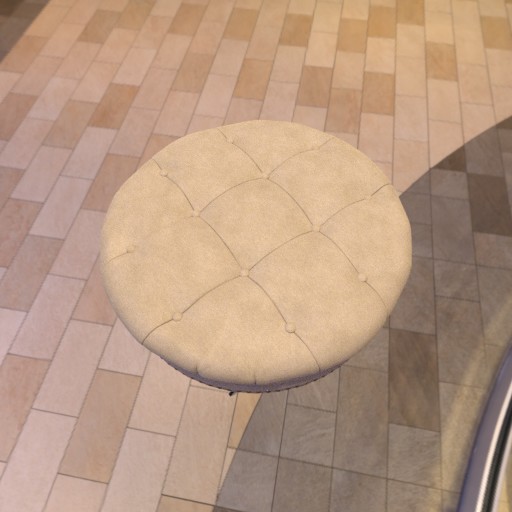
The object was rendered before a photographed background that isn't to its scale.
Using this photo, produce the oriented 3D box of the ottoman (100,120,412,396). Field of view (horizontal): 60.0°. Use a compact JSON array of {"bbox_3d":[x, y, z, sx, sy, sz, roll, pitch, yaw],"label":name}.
[{"bbox_3d":[0.000,0.000,1.415,0.901,0.439,0.901,0,58,0],"label":"ottoman"}]
